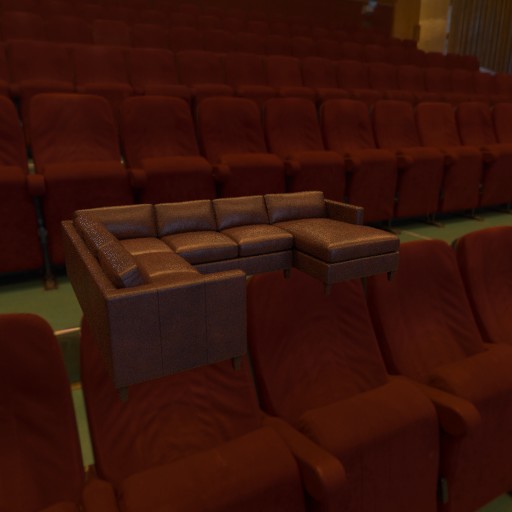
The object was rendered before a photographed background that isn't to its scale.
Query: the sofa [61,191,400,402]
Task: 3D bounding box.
[{"bbox_3d":[0.000,0.000,4.445,3.324,0.891,2.452,-9,19,-27],"label":"sofa"}]
